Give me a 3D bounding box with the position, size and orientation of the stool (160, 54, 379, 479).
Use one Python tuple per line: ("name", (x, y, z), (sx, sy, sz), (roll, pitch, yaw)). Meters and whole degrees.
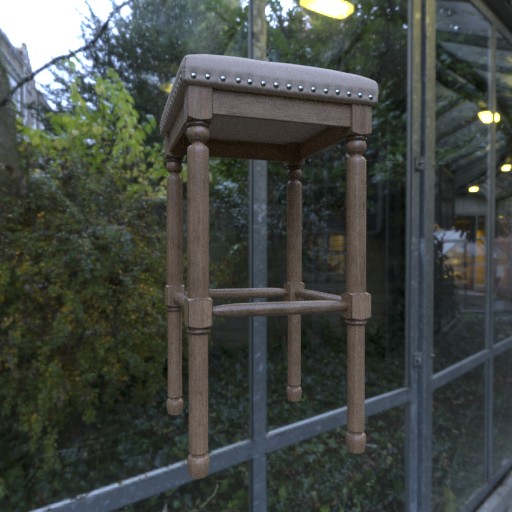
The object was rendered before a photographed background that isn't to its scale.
("stool", (0.000, 0.000, 0.977), (0.382, 0.768, 0.383), (0, 1, -18))
